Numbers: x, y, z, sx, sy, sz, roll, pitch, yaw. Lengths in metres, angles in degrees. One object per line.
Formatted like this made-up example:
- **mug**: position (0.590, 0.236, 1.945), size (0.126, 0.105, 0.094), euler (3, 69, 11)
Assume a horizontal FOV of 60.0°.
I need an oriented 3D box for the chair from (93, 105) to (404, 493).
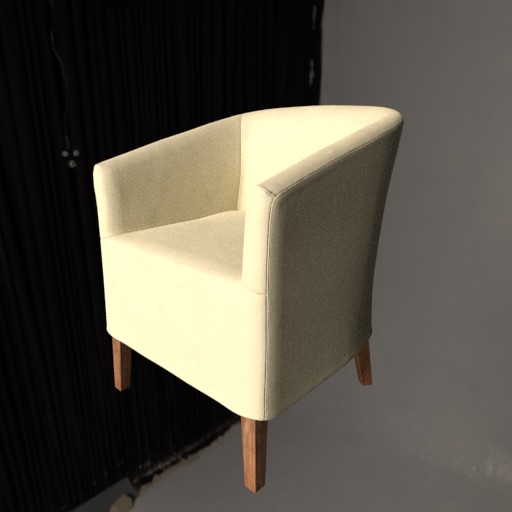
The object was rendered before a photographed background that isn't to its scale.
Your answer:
- **chair**: position (0.000, 0.000, 1.259), size (0.643, 0.822, 0.657), euler (15, 23, 41)
